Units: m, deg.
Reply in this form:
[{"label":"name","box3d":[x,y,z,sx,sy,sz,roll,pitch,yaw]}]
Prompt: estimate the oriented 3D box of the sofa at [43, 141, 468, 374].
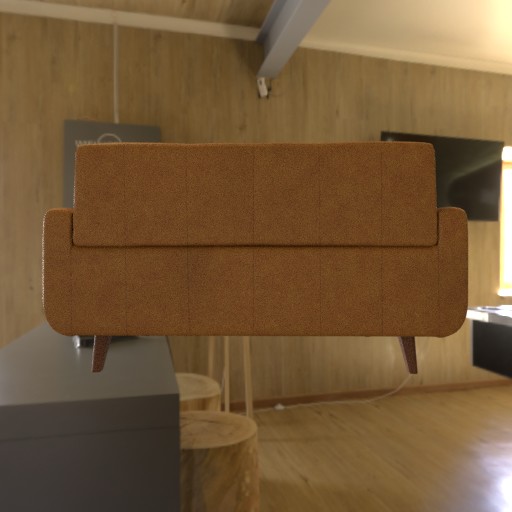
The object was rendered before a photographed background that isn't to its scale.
[{"label":"sofa","box3d":[0.000,0.000,2.176,1.651,0.925,0.952,0,0,1]}]
